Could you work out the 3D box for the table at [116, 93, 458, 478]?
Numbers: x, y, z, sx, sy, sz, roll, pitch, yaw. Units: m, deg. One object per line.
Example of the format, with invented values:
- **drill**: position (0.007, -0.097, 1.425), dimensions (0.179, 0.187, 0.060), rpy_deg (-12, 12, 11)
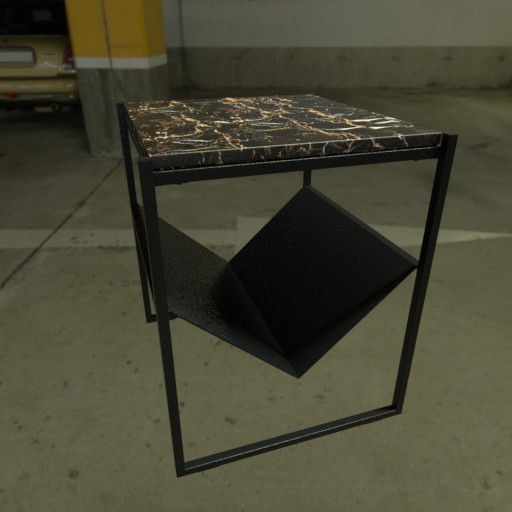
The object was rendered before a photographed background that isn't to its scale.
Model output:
- **table**: position (0.000, 0.000, 0.868), dimensions (0.432, 0.534, 0.469), rpy_deg (-9, 28, -16)
